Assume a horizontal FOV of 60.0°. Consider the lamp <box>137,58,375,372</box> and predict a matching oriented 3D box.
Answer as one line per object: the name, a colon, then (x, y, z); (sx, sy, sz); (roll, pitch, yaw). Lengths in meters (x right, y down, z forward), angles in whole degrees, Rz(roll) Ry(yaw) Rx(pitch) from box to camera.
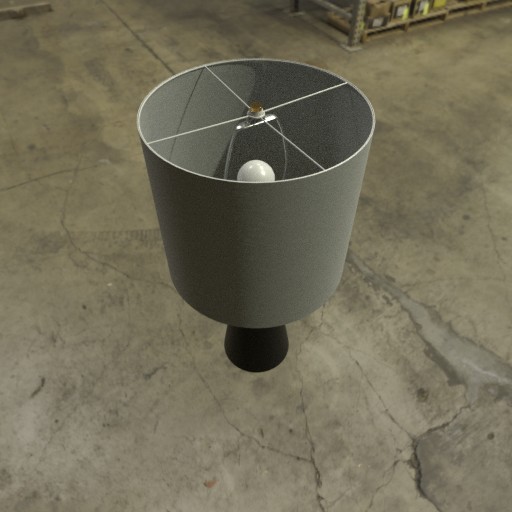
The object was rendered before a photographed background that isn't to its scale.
lamp: (0.000, 0.000, 0.791); (0.308, 0.580, 0.308); (-24, 52, -20)
